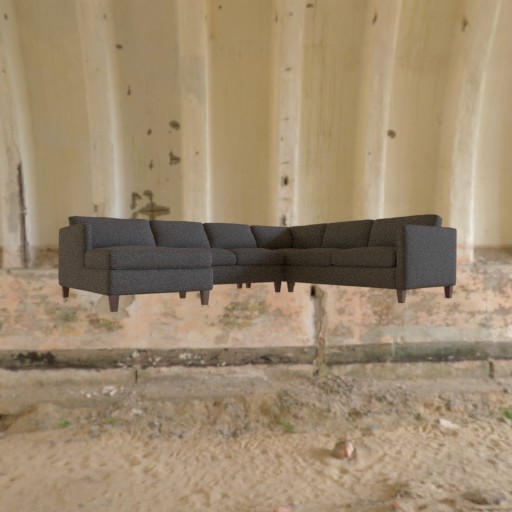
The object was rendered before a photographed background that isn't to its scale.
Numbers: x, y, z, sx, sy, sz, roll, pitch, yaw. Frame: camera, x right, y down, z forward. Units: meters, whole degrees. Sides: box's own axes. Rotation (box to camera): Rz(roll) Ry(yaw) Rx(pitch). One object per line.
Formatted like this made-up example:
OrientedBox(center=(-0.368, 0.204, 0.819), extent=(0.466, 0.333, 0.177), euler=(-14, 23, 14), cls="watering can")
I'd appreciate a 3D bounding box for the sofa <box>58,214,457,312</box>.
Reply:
OrientedBox(center=(0.000, 0.000, 4.503), extent=(3.238, 0.853, 2.551), euler=(0, 0, -37), cls="sofa")
